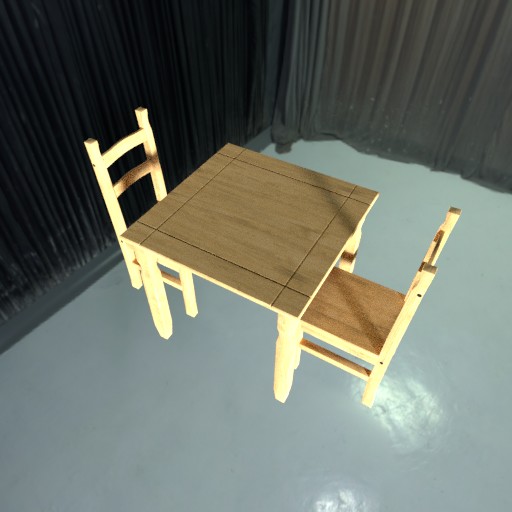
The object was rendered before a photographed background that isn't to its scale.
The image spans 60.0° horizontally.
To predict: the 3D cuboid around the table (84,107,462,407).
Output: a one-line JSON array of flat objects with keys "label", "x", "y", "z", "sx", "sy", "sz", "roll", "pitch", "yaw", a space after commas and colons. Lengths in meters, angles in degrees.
[{"label": "table", "x": 0.000, "y": 0.000, "z": 2.084, "sx": 1.501, "sy": 0.942, "sz": 0.813, "roll": 23, "pitch": 50, "yaw": 21}]
